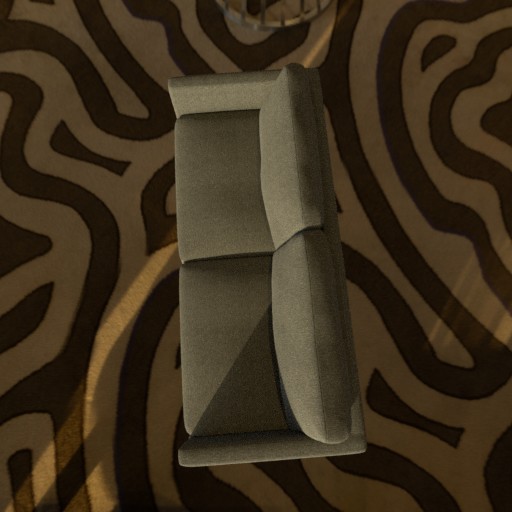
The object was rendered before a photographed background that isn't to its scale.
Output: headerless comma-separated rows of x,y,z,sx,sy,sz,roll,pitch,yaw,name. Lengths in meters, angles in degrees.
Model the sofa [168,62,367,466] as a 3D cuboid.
0.000,0.000,2.678,0.948,0.965,2.208,-4,75,-1,sofa
